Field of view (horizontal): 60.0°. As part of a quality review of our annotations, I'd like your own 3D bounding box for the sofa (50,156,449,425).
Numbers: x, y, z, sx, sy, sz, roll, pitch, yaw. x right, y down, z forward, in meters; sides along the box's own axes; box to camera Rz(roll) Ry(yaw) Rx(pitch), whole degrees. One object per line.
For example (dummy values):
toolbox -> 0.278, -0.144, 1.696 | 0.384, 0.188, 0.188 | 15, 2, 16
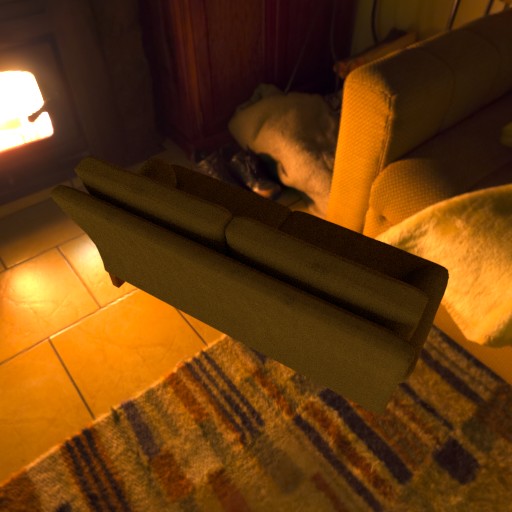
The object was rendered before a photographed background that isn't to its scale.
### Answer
sofa -> 0.000, 0.000, 2.764 | 2.165, 1.087, 1.086 | 24, 51, 21
